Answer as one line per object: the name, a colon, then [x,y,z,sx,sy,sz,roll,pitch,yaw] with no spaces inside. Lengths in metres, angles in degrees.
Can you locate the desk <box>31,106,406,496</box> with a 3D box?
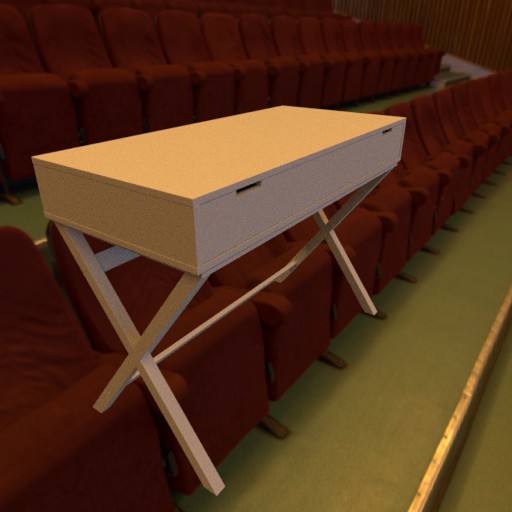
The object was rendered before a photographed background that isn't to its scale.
desk: [0.000,0.000,1.438,0.509,0.780,1.059,18,31,32]
